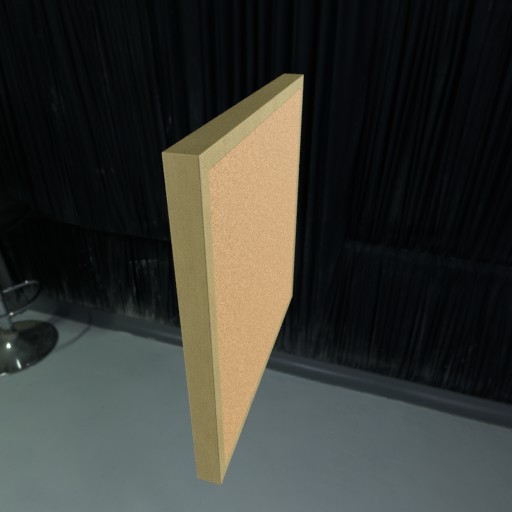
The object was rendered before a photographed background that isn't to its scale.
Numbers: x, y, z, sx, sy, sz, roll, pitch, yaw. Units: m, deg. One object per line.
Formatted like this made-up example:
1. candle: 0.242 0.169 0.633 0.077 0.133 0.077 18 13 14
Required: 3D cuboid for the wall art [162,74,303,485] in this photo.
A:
1. wall art: 0.000 0.000 0.753 0.038 0.508 0.508 8 31 14
